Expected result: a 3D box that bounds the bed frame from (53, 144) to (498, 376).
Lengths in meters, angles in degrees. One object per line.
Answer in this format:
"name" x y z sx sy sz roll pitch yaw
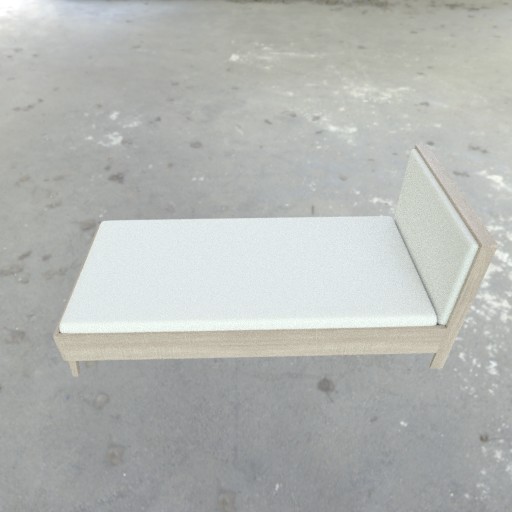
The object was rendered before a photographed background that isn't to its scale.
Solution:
"bed frame" 0.000 0.000 2.632 2.140 0.920 0.990 -1 40 -1
